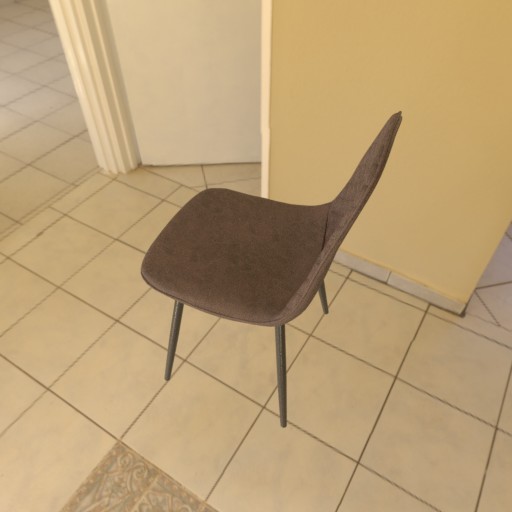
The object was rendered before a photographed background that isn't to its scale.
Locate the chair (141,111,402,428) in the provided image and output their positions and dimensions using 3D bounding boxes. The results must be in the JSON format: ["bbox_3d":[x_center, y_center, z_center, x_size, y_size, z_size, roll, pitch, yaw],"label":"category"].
[{"bbox_3d":[0.000,0.000,1.206,0.561,0.889,0.472,17,48,15],"label":"chair"}]
